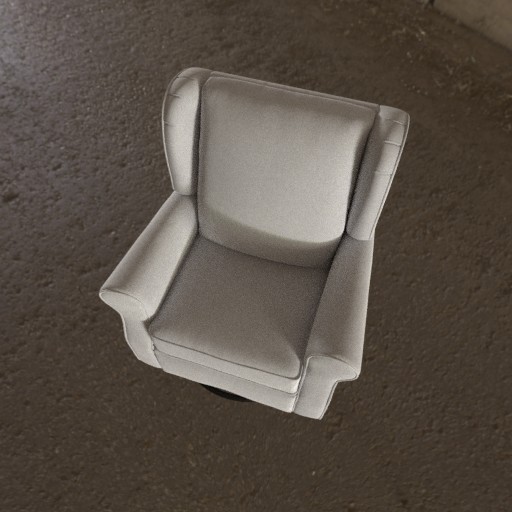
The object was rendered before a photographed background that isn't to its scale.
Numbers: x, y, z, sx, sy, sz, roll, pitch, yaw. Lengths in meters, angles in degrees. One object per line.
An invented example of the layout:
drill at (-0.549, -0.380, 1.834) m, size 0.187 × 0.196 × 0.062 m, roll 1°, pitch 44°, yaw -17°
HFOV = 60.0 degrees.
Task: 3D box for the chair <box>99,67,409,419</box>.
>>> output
chair at (0.000, 0.000, 1.677) m, size 0.906 × 0.967 × 0.854 m, roll 15°, pitch 59°, yaw 10°
